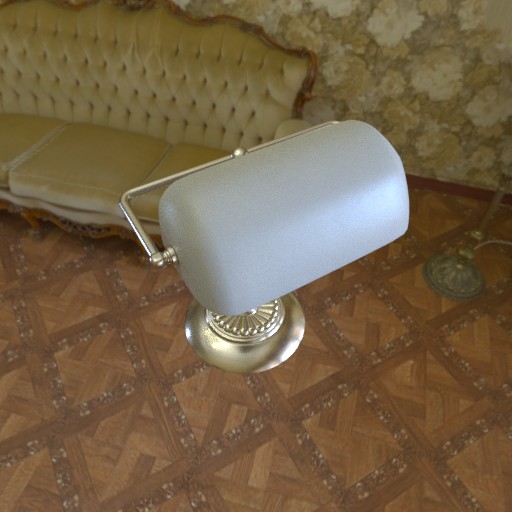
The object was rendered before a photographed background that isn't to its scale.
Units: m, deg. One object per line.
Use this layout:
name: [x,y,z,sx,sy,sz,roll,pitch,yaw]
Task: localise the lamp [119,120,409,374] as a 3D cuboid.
lamp: [0.000,0.000,0.518,0.264,0.339,0.243,-24,52,-20]
